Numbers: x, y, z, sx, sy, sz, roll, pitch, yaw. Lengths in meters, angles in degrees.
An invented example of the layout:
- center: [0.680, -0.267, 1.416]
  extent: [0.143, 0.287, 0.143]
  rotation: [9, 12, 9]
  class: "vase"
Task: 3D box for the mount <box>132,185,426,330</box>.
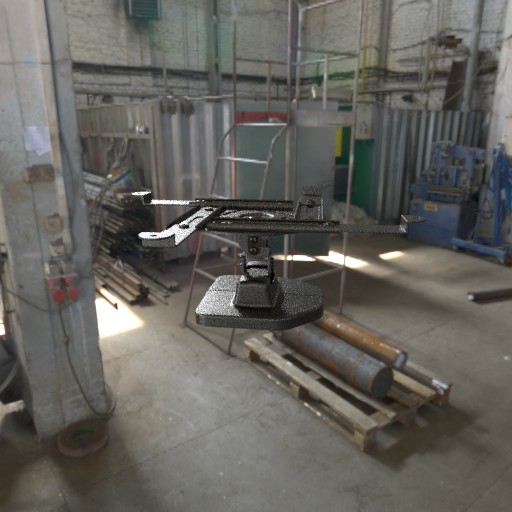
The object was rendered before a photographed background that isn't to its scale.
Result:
- center: [0.000, 0.000, 0.595]
  extent: [0.394, 0.141, 0.394]
  rotation: [2, 16, 7]
  class: "mount"
